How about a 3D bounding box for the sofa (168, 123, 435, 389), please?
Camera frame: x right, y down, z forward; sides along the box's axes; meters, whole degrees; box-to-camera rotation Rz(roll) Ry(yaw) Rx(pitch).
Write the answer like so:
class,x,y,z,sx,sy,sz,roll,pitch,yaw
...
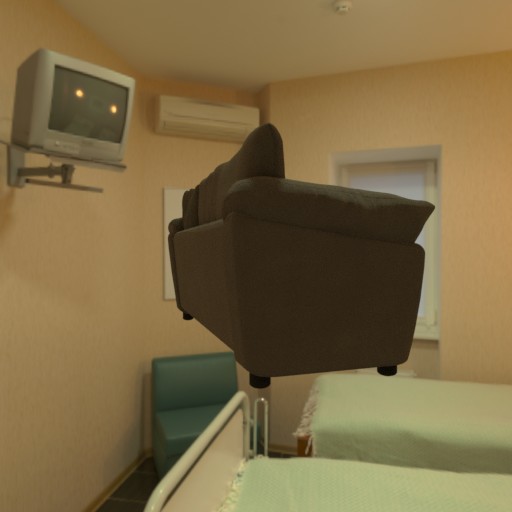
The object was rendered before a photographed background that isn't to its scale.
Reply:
class,x,y,z,sx,sy,sz,roll,pitch,yaw
sofa,0.000,0.000,2.841,0.878,1.073,2.336,0,0,-18
